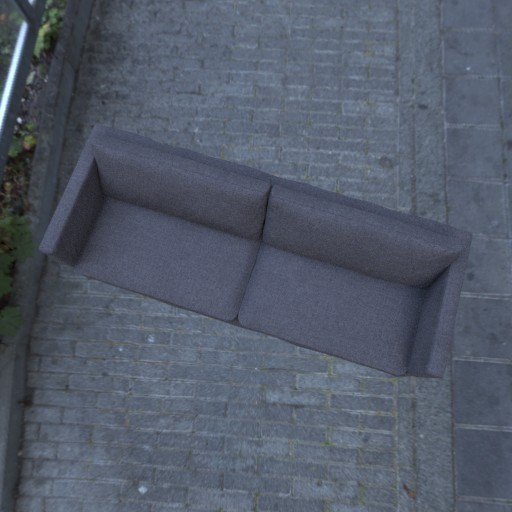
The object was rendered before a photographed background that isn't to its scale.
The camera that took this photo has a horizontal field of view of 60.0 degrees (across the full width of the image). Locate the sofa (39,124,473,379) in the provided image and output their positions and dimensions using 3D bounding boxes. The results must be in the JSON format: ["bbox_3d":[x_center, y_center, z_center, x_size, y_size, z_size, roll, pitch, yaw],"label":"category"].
[{"bbox_3d":[0.000,0.000,3.282,2.779,0.998,1.036,17,76,4],"label":"sofa"}]
